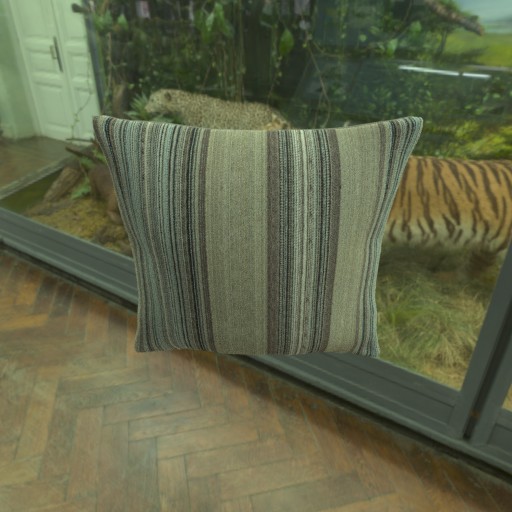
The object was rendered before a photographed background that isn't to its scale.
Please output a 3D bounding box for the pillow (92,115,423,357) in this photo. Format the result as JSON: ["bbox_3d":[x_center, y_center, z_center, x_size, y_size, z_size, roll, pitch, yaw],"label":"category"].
[{"bbox_3d":[0.000,0.000,0.674,0.435,0.416,0.189,1,31,1],"label":"pillow"}]
